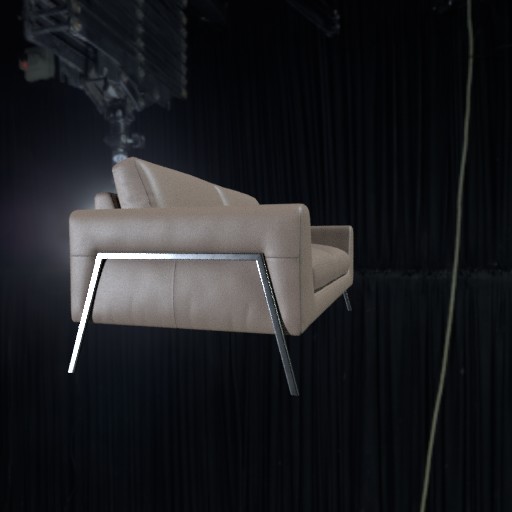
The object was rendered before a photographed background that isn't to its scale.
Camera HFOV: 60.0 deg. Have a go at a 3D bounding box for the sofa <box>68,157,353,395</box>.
[{"bbox_3d":[0.000,0.000,2.561,0.953,0.875,2.017,0,1,17],"label":"sofa"}]
